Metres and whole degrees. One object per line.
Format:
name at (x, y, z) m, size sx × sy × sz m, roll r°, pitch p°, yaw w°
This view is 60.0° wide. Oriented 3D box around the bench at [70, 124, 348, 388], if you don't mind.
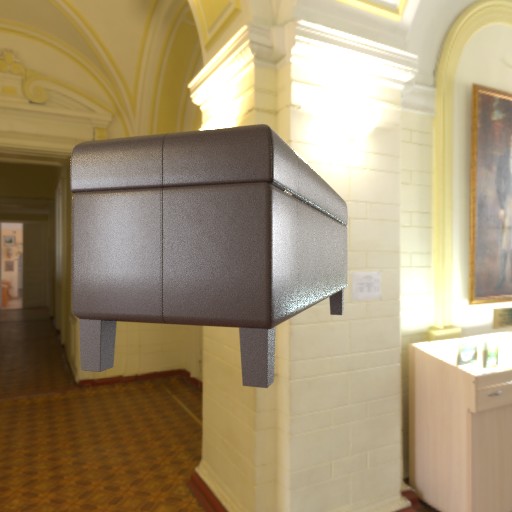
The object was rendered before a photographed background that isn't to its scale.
bench at (0.000, 0.000, 1.321) m, size 0.429 × 0.457 × 1.092 m, roll 0°, pitch 0°, yaw 18°
